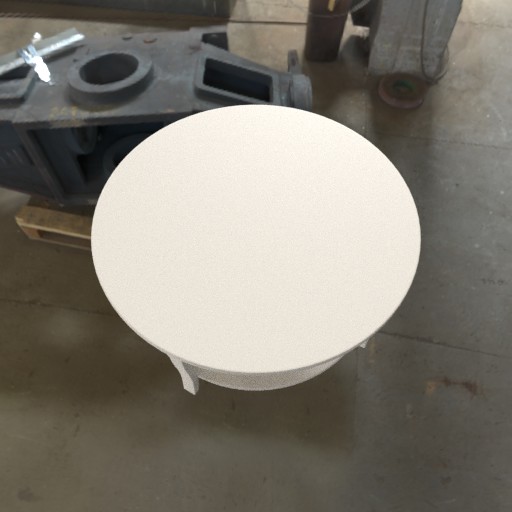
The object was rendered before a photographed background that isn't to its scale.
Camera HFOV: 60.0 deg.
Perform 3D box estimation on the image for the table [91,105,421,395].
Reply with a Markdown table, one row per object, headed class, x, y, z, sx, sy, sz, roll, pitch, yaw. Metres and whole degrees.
| class | x | y | z | sx | sy | sz | roll | pitch | yaw |
| --- | --- | --- | --- | --- | --- | --- | --- | --- | --- |
| table | 0.000 | 0.000 | 1.439 | 0.910 | 0.457 | 0.910 | 0 | 58 | 0 |
